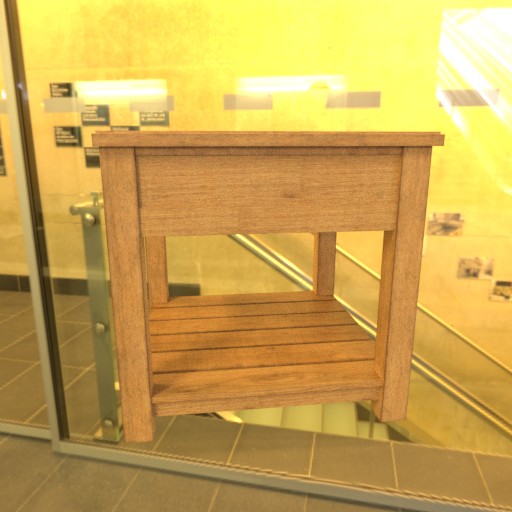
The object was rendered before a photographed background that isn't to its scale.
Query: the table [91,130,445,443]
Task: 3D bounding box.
[{"bbox_3d":[0.000,0.000,1.116,0.612,0.593,0.616,-2,15,-7],"label":"table"}]
